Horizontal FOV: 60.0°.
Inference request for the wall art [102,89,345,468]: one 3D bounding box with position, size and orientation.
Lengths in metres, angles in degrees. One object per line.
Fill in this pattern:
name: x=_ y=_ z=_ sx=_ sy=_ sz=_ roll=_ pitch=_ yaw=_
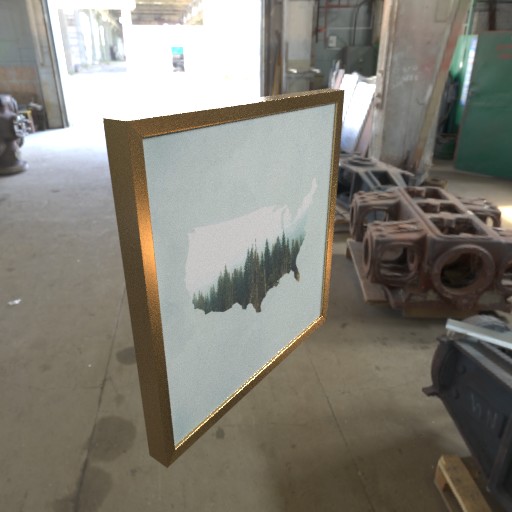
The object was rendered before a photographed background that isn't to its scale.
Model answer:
wall art: x=0.000 y=0.000 z=0.763 sx=0.040 sy=0.509 sz=0.509 roll=17 pitch=30 yaw=33
